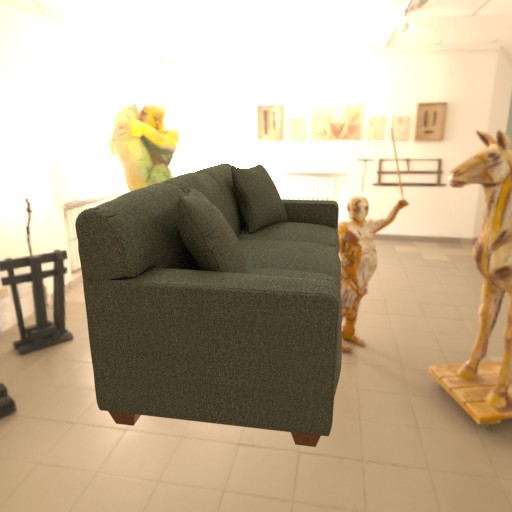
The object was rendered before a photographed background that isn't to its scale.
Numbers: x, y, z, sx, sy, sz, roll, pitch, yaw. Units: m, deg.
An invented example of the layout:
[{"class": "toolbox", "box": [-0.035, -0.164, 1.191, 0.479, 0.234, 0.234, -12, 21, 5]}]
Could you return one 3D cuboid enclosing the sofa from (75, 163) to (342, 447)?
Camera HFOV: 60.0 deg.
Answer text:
[{"class": "sofa", "box": [0.000, 0.000, 2.565, 0.997, 0.958, 2.024, 3, 17, 10]}]
